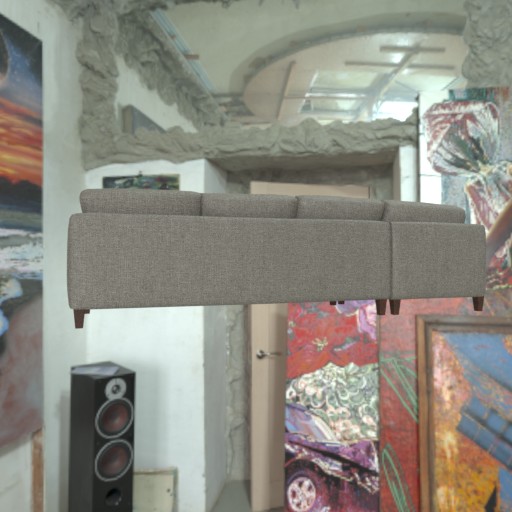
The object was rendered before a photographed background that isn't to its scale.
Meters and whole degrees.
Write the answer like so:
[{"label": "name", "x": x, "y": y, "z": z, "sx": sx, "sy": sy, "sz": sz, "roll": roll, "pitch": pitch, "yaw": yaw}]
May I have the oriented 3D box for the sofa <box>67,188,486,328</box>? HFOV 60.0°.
[{"label": "sofa", "x": 0.000, "y": 0.000, "z": 4.444, "sx": 3.302, "sy": 0.947, "sz": 2.593, "roll": 0, "pitch": -1, "yaw": -18}]
